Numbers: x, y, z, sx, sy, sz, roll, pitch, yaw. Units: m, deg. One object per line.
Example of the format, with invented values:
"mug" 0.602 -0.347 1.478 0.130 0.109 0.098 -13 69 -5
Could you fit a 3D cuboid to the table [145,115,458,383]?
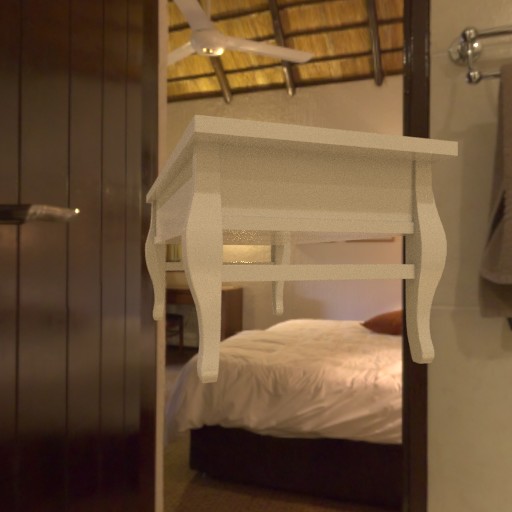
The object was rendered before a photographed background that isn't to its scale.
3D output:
"table" 0.000 0.000 1.384 0.600 0.495 1.062 0 0 -18
